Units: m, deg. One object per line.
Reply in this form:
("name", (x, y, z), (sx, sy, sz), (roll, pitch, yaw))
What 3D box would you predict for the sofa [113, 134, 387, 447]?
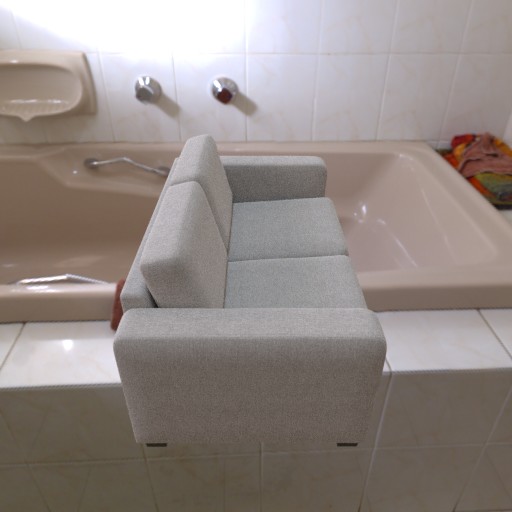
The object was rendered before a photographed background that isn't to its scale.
("sofa", (0.000, 0.000, 2.079), (0.900, 0.800, 1.540), (0, 34, 0))
